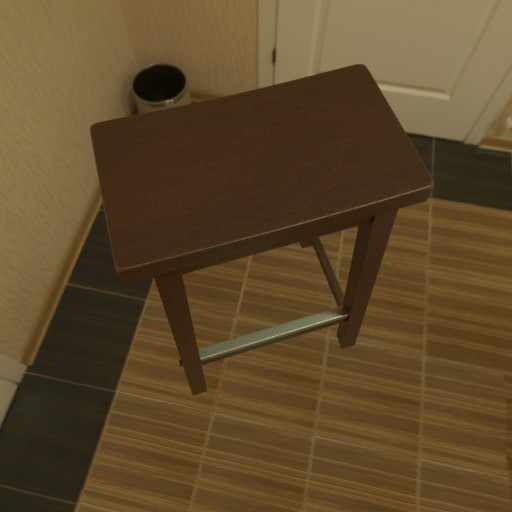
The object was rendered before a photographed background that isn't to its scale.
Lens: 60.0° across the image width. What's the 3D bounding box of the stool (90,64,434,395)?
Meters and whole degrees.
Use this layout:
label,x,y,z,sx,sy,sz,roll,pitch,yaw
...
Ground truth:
label,x,y,z,sx,sy,sz,roll,pitch,yaw
stool,0.000,0.000,0.851,0.406,0.610,0.322,-15,65,-7
